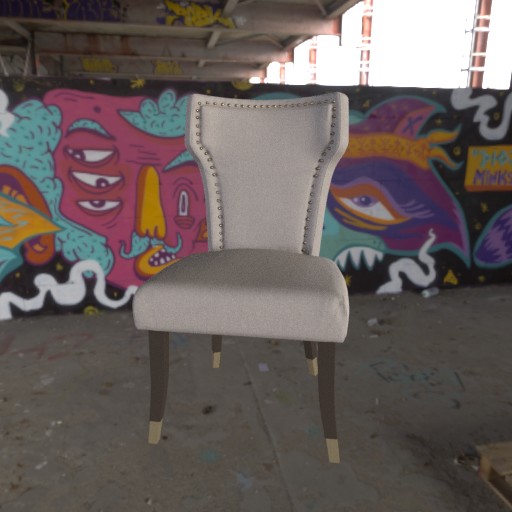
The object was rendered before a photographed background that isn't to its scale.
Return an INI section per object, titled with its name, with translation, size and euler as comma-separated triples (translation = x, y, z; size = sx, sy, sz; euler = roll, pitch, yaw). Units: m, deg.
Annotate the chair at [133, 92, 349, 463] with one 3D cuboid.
[chair]
translation = 0.000, 0.000, 1.313
size = 0.526, 0.950, 0.630
euler = 2, 14, 9
